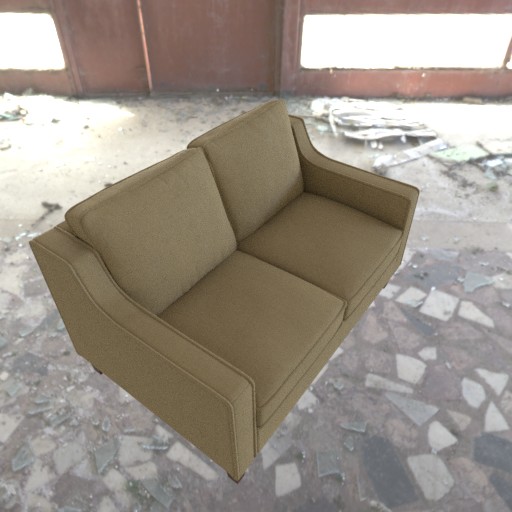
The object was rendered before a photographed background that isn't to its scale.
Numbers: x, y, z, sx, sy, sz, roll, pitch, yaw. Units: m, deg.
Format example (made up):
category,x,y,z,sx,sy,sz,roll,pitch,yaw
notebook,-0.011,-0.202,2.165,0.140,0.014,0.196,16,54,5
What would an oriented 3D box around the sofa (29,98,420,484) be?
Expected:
category,x,y,z,sx,sy,sz,roll,pitch,yaw
sofa,0.000,0.000,2.076,0.987,0.971,1.501,26,47,27
